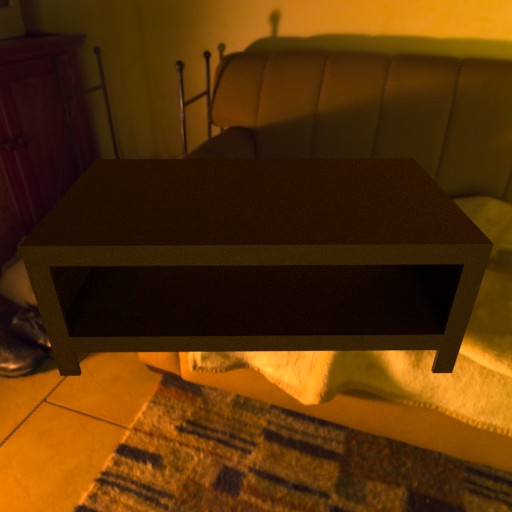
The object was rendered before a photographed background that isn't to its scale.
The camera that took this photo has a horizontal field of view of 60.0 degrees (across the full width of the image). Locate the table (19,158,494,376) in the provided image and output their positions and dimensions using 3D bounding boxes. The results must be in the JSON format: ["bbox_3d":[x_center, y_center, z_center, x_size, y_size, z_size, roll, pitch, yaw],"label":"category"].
[{"bbox_3d":[0.000,0.000,1.390,1.099,0.424,0.597,0,31,0],"label":"table"}]
